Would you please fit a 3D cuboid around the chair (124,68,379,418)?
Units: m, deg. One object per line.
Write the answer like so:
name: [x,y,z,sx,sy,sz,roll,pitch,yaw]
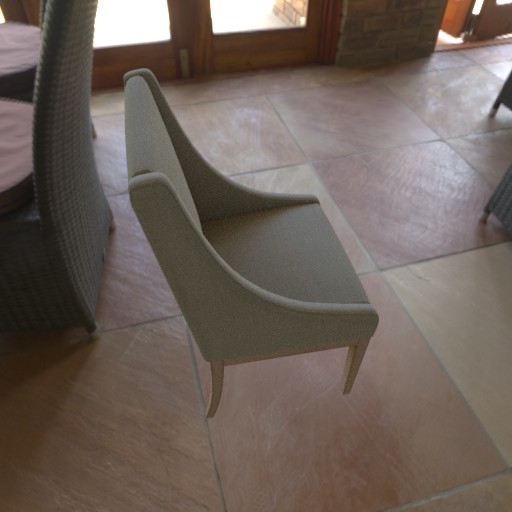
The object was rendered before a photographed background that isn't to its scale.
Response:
chair: [0.000,0.000,1.395,0.611,1.021,0.575,-9,46,-9]
